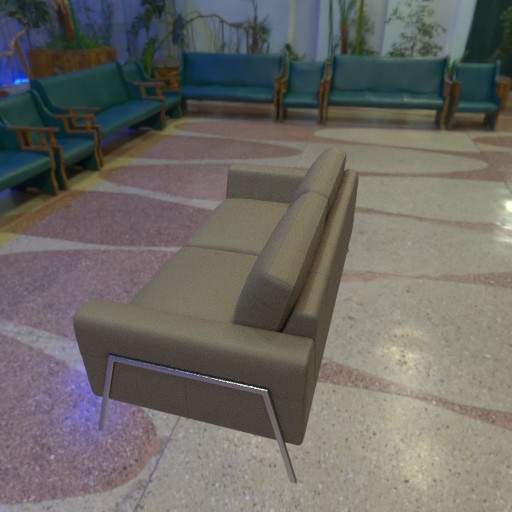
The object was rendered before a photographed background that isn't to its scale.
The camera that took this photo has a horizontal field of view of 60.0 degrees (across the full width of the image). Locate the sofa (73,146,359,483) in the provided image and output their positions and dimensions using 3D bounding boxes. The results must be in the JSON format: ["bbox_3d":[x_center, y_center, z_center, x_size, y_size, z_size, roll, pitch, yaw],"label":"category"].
[{"bbox_3d":[0.000,0.000,2.536,0.953,0.875,2.017,8,31,14],"label":"sofa"}]
